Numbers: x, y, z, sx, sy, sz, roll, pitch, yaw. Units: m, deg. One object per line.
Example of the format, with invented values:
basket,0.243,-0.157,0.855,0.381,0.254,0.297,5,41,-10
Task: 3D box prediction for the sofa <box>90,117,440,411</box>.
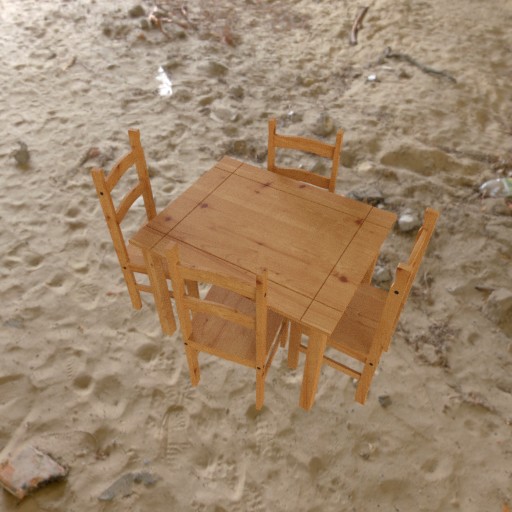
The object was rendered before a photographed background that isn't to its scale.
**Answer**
sofa,0.000,0.000,2.298,1.529,1.000,1.144,23,50,21
